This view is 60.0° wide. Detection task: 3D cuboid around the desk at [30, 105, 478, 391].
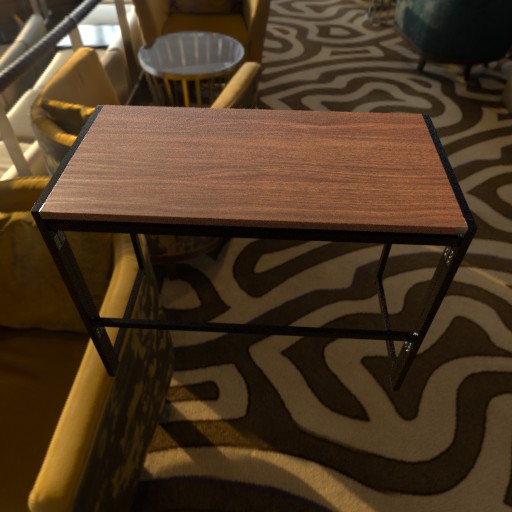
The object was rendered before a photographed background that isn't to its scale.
[{"bbox_3d":[0.000,0.000,1.448,1.016,0.762,0.508,2,46,2],"label":"desk"}]
